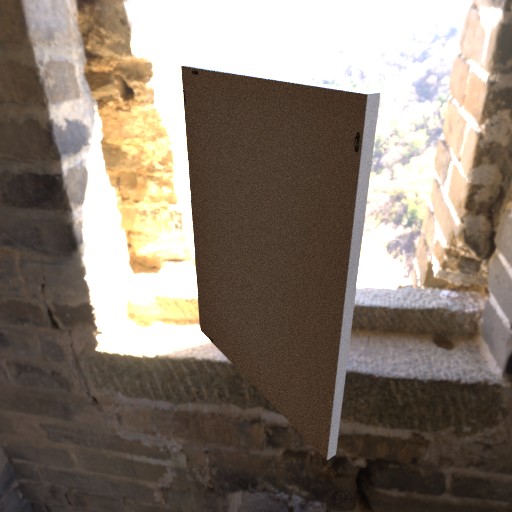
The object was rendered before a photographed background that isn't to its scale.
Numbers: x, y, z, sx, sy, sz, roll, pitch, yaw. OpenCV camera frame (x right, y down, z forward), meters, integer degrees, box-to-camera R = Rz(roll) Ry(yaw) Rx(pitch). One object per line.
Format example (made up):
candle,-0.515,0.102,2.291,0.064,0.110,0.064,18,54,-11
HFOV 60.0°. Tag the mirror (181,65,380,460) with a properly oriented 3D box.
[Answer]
mirror,0.000,0.000,1.343,0.041,1.016,0.762,-18,33,-31
